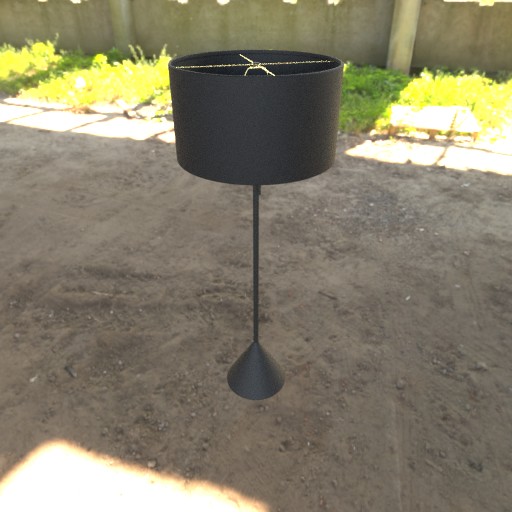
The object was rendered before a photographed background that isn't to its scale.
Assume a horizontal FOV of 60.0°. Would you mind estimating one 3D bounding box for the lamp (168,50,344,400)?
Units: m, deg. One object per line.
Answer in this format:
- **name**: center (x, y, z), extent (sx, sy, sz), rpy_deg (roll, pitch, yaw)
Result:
- **lamp**: center (0.000, 0.000, 1.875), extent (0.580, 1.526, 0.580), rpy_deg (-8, 32, -12)
